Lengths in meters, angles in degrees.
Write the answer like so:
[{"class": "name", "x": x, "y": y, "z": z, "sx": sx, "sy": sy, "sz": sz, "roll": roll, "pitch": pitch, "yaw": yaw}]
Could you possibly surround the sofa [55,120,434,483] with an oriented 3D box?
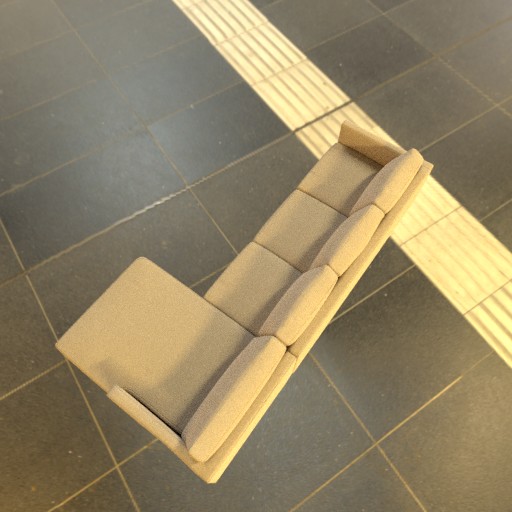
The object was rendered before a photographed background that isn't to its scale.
[{"class": "sofa", "x": 0.000, "y": 0.000, "z": 3.822, "sx": 1.625, "sy": 0.861, "sz": 3.186, "roll": 34, "pitch": 68, "yaw": 16}]
